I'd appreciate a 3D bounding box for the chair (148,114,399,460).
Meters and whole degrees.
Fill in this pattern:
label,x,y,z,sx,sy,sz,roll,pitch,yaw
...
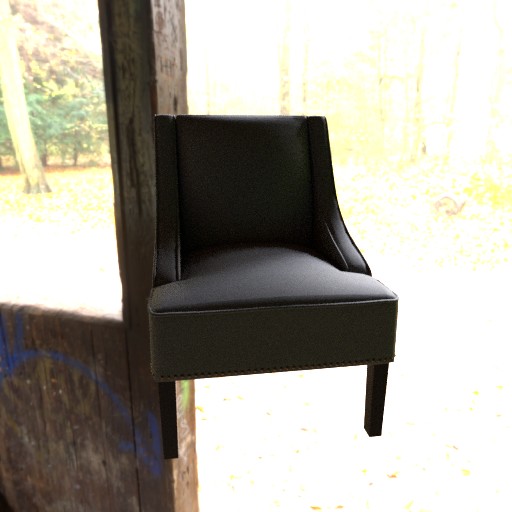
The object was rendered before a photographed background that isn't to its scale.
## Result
label,x,y,z,sx,sy,sz,roll,pitch,yaw
chair,0.000,0.000,1.380,0.631,0.867,0.747,-2,15,-9
